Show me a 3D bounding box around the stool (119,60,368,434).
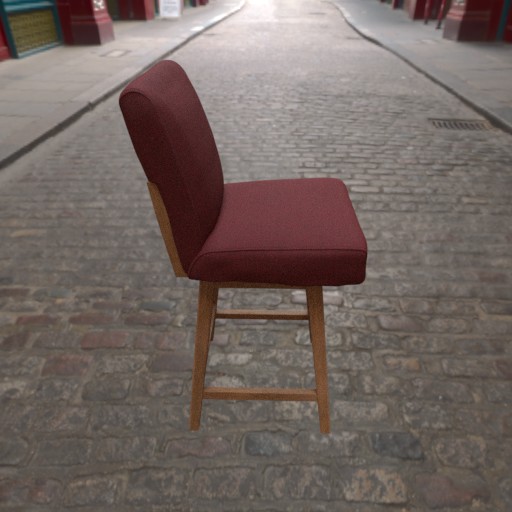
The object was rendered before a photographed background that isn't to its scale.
[{"bbox_3d":[0.000,0.000,1.321,0.562,1.038,0.468,1,32,1],"label":"stool"}]
